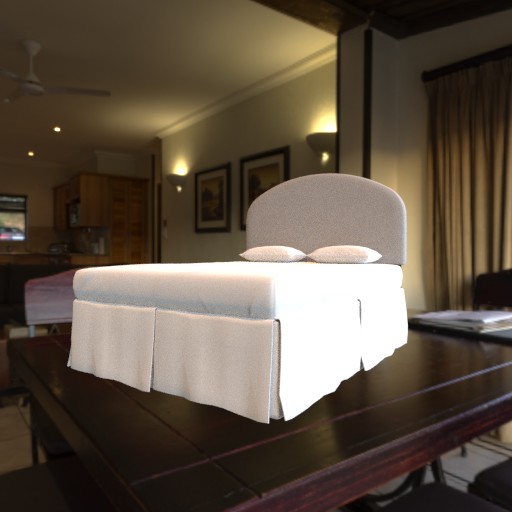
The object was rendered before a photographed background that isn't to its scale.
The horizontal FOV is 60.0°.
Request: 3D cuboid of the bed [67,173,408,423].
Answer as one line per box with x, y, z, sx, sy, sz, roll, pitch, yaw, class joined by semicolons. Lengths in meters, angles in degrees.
0.000;0.000;3.115;1.607;1.410;2.005;1;1;34;bed
